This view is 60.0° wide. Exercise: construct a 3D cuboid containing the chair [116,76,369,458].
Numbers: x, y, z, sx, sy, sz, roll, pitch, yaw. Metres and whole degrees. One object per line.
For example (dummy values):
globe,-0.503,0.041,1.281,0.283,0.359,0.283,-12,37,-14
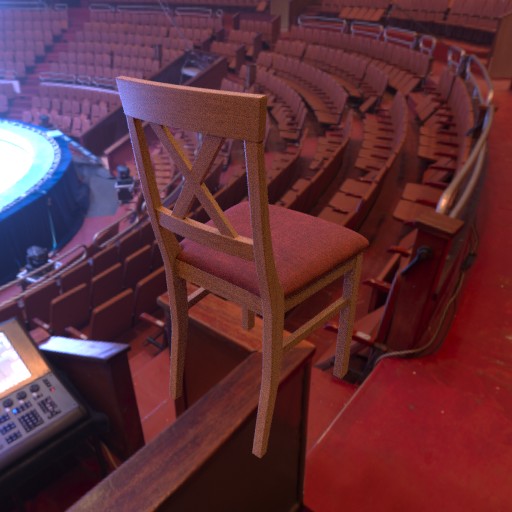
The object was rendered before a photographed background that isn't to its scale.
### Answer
chair,0.000,0.000,1.180,0.439,0.912,0.492,21,36,32
